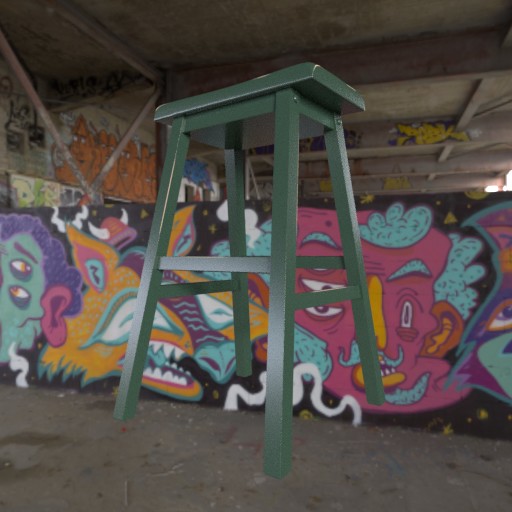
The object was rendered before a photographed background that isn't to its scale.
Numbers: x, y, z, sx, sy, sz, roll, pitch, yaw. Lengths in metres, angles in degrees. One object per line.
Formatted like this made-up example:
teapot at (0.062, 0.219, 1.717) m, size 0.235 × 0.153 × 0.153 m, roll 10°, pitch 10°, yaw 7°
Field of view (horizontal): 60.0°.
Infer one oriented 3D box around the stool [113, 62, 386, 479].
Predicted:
stool at (0.000, 0.000, 1.058) m, size 0.457 × 0.737 × 0.476 m, roll 0°, pitch 0°, yaw 37°
